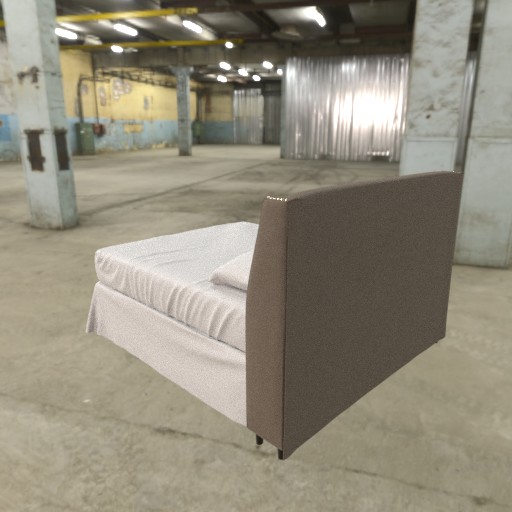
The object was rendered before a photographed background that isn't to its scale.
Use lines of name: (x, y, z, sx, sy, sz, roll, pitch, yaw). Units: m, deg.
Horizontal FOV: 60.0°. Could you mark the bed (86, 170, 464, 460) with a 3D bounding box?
bed: (0.000, 0.000, 3.398, 2.276, 1.332, 1.925, 15, 21, 43)
